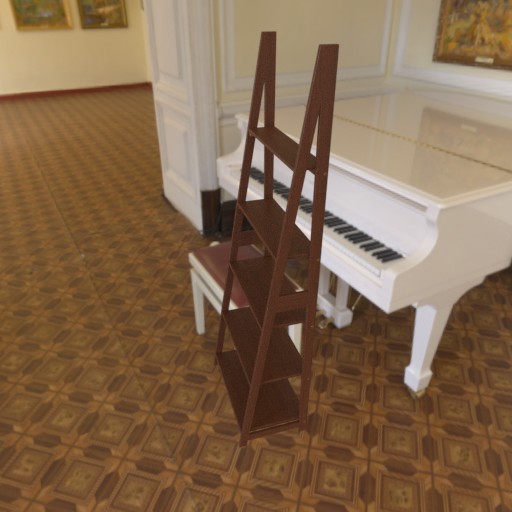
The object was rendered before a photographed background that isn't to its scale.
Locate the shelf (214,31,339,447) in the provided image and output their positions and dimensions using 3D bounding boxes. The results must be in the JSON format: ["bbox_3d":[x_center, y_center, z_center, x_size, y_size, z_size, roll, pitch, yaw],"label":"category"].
[{"bbox_3d":[0.000,0.000,1.999,0.350,1.770,0.600,-9,32,-15],"label":"shelf"}]
